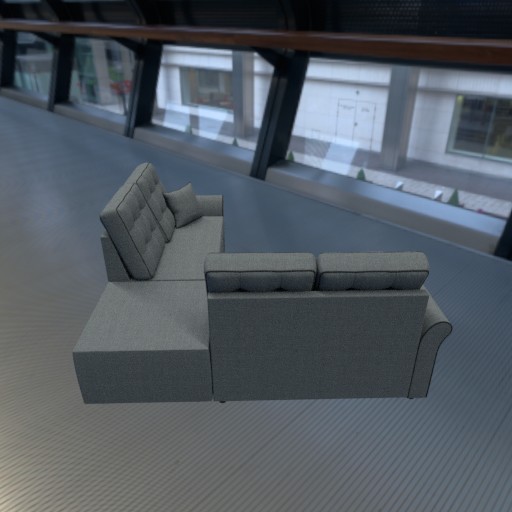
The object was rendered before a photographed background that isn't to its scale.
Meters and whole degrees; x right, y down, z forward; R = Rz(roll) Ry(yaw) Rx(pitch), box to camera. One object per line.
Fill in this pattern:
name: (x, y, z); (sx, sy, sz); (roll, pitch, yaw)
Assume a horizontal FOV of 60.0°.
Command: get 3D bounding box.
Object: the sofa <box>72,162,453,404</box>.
sofa: (0.000, 0.000, 3.320); (2.068, 0.988, 2.070); (-1, 28, -1)
